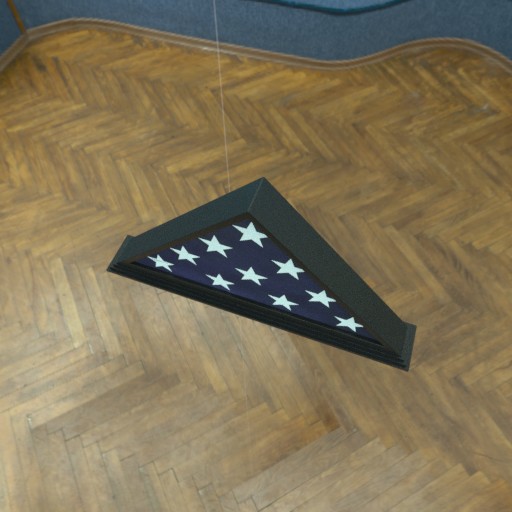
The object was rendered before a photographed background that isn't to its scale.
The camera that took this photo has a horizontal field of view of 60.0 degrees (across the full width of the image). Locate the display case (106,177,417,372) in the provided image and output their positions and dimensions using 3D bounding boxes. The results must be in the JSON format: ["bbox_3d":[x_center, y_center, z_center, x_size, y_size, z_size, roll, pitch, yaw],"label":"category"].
[{"bbox_3d":[0.000,0.000,0.765,0.640,0.340,0.095,17,61,10],"label":"display case"}]
